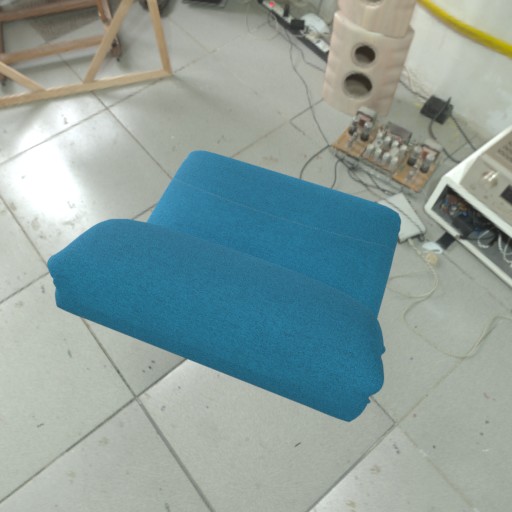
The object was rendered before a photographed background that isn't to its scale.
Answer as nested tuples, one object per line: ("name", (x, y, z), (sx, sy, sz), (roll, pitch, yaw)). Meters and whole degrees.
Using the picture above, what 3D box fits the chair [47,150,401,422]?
("chair", (0.000, 0.000, 1.338), (0.820, 0.580, 0.780), (19, 64, 10))
